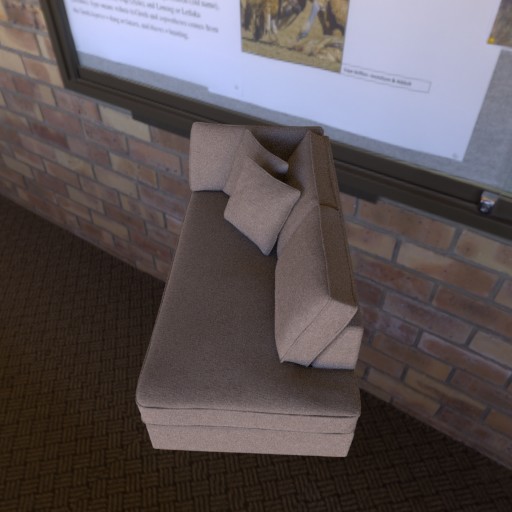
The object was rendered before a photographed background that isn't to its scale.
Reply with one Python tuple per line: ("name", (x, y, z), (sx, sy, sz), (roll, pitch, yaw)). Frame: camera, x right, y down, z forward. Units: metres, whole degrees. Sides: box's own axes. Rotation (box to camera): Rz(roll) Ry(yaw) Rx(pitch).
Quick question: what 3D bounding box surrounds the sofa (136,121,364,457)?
("sofa", (0.000, 0.000, 2.909), (1.110, 1.033, 2.237), (1, 42, 2))
